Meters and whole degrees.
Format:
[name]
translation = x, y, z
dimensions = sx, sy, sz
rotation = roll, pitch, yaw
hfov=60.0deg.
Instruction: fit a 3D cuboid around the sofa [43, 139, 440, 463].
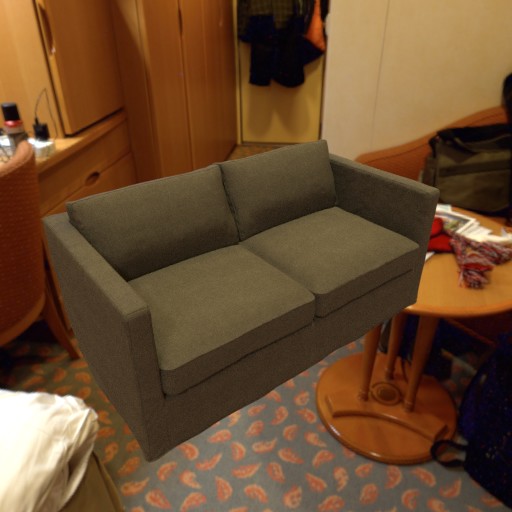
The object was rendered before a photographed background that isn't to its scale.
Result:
[sofa]
translation = 0.000, 0.000, 2.327
dimensions = 1.802, 0.854, 0.974
rotation = -21, 36, -32
